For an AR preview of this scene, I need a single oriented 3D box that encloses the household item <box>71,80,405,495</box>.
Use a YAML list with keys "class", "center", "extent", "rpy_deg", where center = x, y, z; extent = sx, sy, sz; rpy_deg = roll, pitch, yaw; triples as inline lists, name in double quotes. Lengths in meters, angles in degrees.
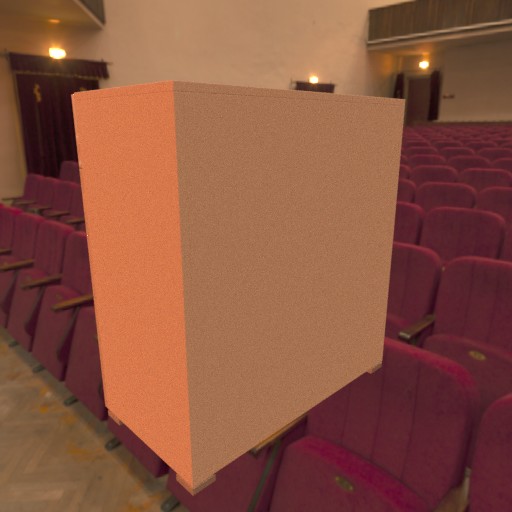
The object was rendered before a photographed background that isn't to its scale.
- class: "household item"
  center: [0.000, 0.000, 1.283]
  extent: [0.800, 0.870, 0.420]
  rpy_deg: [-15, 22, -42]
